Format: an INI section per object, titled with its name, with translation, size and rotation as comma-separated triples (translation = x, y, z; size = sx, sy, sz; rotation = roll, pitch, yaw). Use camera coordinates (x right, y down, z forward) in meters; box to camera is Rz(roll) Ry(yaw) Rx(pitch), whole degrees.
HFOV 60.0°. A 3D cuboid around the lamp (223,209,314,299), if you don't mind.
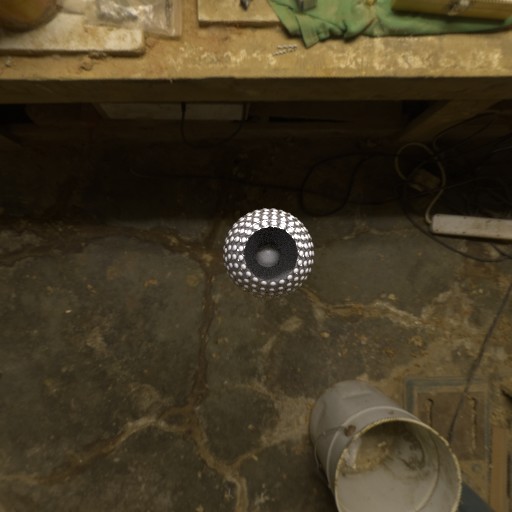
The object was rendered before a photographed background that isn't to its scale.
[lamp]
translation = 0.000, 0.000, 1.930
size = 0.254, 1.805, 0.254
rotation = 0, 90, -2
